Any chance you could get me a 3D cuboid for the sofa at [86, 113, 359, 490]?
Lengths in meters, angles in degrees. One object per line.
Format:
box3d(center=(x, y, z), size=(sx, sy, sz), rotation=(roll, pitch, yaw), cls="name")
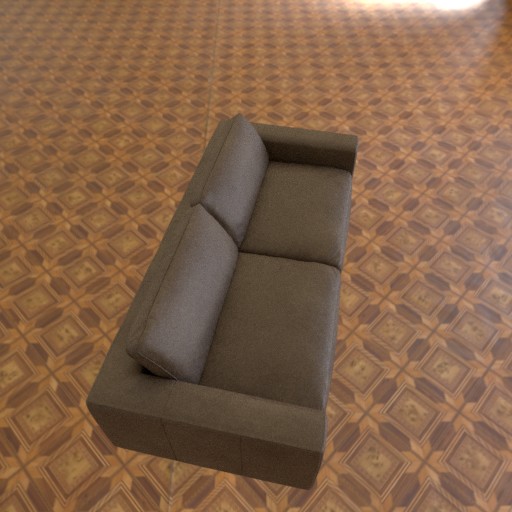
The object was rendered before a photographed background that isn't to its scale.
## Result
box3d(center=(0.000, 0.000, 2.675), size=(1.070, 0.801, 2.262), rotation=(9, 50, 8), cls="sofa")
